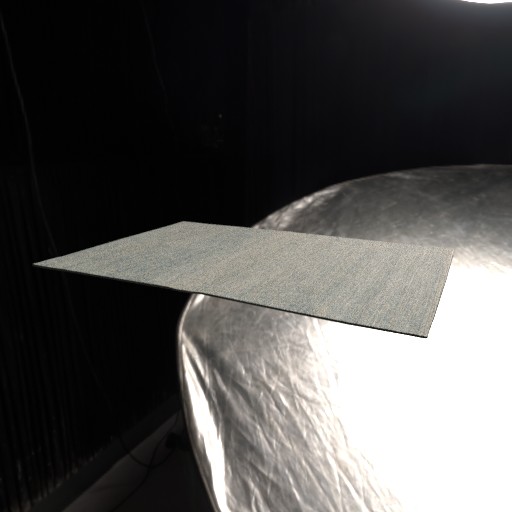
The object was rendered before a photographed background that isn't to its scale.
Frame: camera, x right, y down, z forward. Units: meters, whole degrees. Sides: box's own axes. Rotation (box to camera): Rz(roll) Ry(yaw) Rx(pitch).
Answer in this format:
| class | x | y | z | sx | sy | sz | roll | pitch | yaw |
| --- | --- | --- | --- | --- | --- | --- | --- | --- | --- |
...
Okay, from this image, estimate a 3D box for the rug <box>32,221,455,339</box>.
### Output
| class | x | y | z | sx | sy | sz | roll | pitch | yaw |
| --- | --- | --- | --- | --- | --- | --- | --- | --- | --- |
| rug | 0.000 | 0.000 | 5.130 | 4.078 | 0.052 | 2.802 | 8 | 17 | 26 |
